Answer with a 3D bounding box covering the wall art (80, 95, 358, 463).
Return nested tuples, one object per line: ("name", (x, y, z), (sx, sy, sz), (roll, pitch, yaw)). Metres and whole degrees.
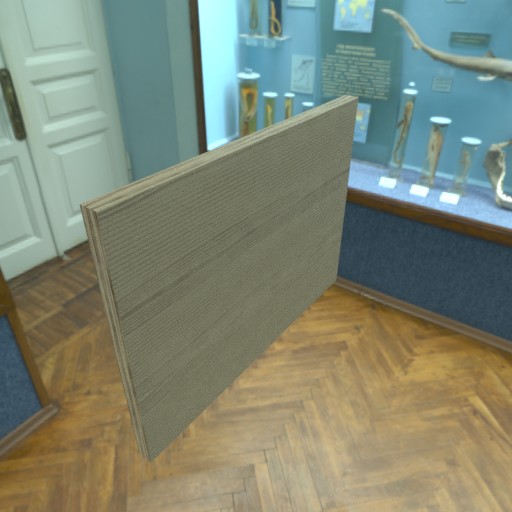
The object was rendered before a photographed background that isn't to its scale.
("wall art", (0.000, 0.000, 1.093), (0.063, 0.609, 0.841), (22, 39, 30))
